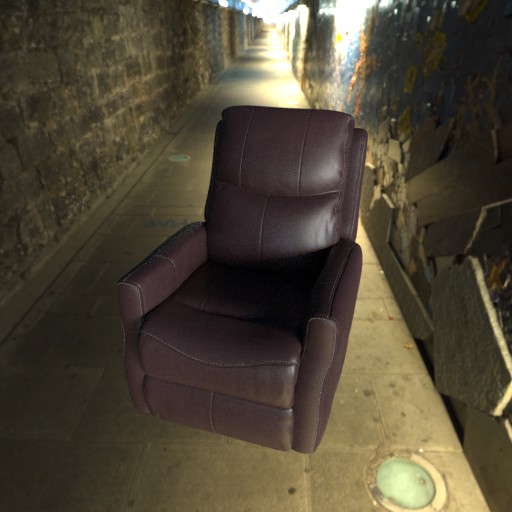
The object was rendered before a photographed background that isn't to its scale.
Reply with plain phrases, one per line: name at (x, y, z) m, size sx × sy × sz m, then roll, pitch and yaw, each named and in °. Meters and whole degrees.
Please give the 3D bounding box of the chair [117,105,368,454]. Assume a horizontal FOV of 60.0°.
chair at (0.000, 0.000, 1.793) m, size 0.829 × 1.030 × 1.080 m, roll 8°, pitch 29°, yaw 15°
